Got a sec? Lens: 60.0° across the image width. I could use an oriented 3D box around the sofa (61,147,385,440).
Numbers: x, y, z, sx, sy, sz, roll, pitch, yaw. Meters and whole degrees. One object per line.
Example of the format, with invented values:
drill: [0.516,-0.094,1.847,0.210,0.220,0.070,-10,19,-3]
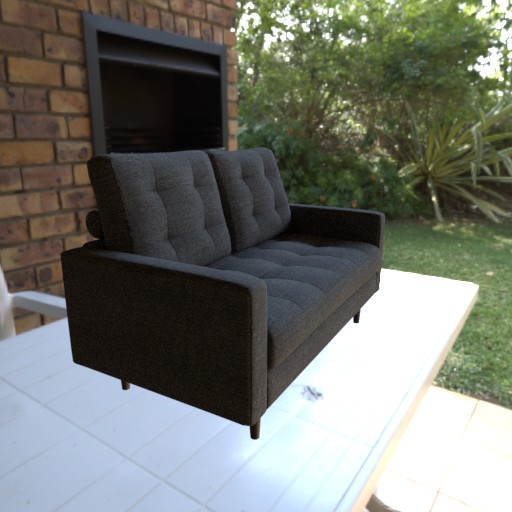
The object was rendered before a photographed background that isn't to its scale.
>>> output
sofa: [0.000,0.000,1.966,0.842,0.907,1.407,9,17,29]
